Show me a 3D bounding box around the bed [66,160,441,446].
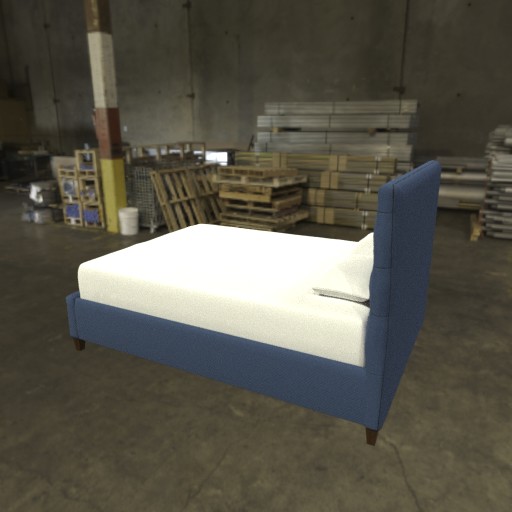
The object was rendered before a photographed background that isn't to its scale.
[{"bbox_3d":[0.000,0.000,3.444,2.387,1.427,1.706,8,18,27],"label":"bed"}]
